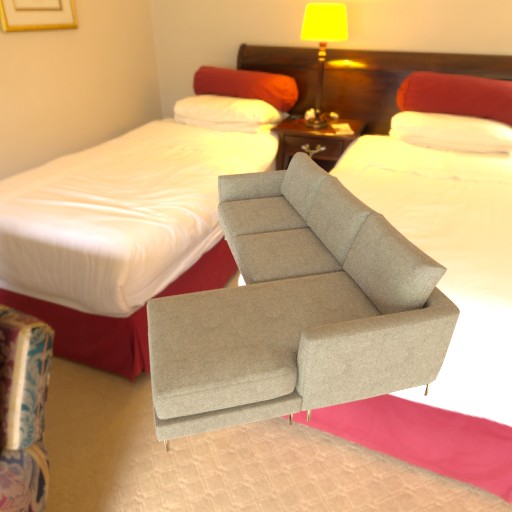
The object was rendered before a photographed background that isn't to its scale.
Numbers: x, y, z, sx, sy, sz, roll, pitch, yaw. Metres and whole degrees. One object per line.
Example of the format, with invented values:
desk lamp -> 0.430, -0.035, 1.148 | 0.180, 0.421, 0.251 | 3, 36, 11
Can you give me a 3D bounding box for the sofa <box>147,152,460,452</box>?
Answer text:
sofa -> 0.000, 0.000, 3.220 | 1.626, 0.864, 2.438 | -7, 30, -13
